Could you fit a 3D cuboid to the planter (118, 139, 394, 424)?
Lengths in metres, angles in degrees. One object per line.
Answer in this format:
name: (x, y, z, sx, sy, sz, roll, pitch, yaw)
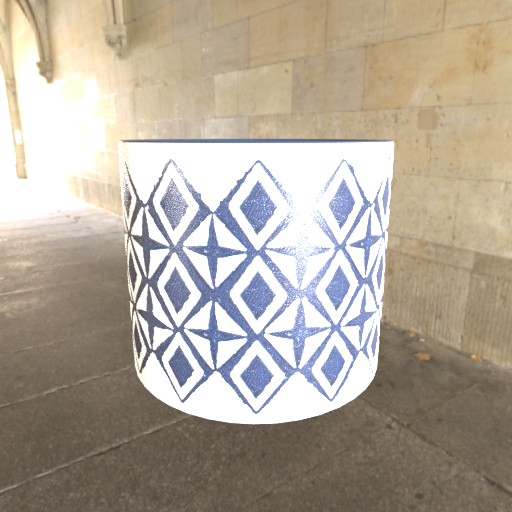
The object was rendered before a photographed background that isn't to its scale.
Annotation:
planter: (0.000, 0.000, 0.283, 0.159, 0.144, 0.159, 0, 15, 0)
